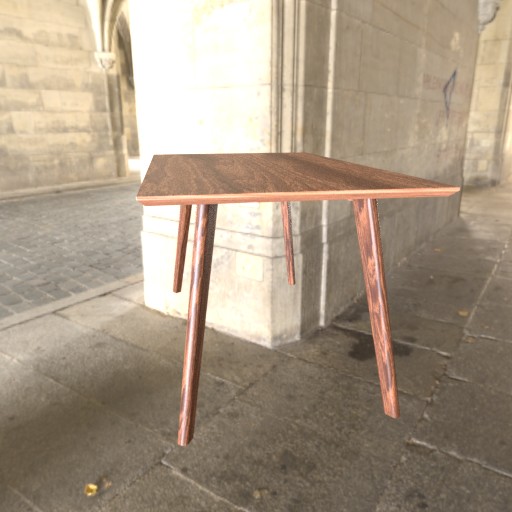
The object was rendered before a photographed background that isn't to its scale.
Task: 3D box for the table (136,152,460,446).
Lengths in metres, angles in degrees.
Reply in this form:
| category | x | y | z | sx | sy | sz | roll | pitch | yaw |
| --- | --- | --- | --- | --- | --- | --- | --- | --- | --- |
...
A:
| category | x | y | z | sx | sy | sz | roll | pitch | yaw |
| --- | --- | --- | --- | --- | --- | --- | --- | --- | --- |
| table | 0.000 | 0.000 | 1.795 | 0.801 | 0.724 | 1.349 | -3 | 17 | -10 |
